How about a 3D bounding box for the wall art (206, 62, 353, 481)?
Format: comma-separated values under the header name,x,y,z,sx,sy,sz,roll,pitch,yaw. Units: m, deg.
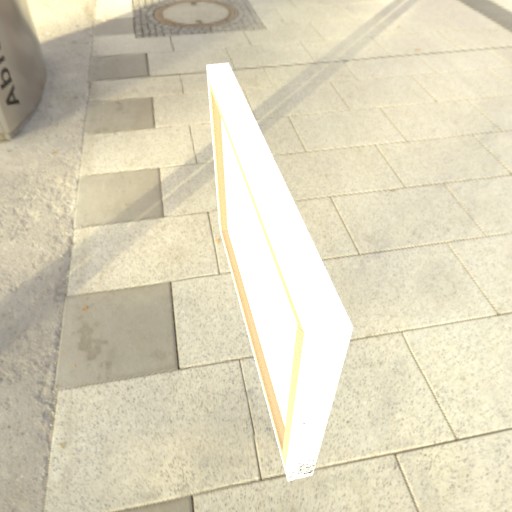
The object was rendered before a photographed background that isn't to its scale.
name,x,y,z,sx,sy,sz,roll,pitch,yaw
wall art,0.000,0.000,0.766,0.042,0.414,0.608,-10,47,-9
